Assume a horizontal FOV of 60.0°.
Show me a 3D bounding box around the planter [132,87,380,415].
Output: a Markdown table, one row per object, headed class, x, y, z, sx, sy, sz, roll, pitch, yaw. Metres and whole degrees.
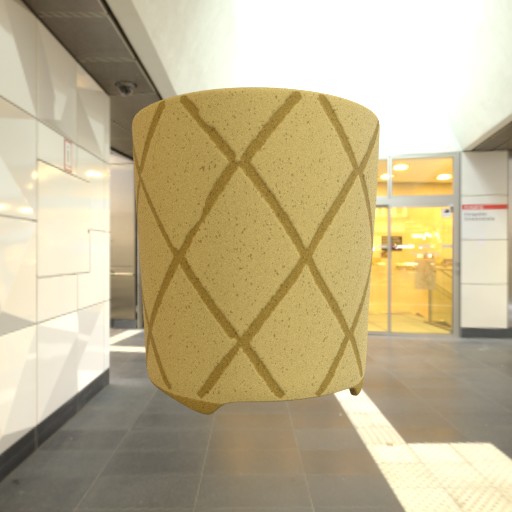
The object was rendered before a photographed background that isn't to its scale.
| class | x | y | z | sx | sy | sz | roll | pitch | yaw |
| --- | --- | --- | --- | --- | --- | --- | --- | --- | --- |
| planter | 0.000 | 0.000 | 0.354 | 0.191 | 0.199 | 0.191 | 0 | 0 | 0 |
